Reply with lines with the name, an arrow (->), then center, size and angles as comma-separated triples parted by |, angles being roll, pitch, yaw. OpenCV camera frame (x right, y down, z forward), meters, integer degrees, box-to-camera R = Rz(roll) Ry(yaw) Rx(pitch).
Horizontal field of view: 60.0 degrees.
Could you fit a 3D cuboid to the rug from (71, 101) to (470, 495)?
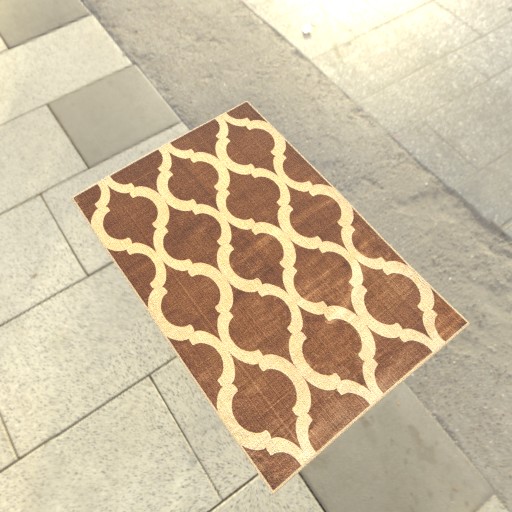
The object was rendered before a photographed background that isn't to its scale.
rug -> 0.000, 0.000, 2.878 | 1.526, 0.014, 2.290 | -34, 68, -15
